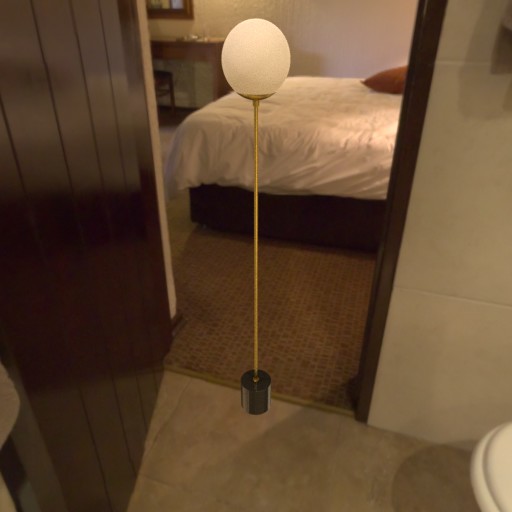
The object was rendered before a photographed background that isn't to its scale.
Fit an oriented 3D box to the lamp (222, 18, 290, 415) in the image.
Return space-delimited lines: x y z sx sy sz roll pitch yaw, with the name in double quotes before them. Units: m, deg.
"lamp" 0.000 0.000 1.851 0.229 1.748 0.229 -10 31 -17
